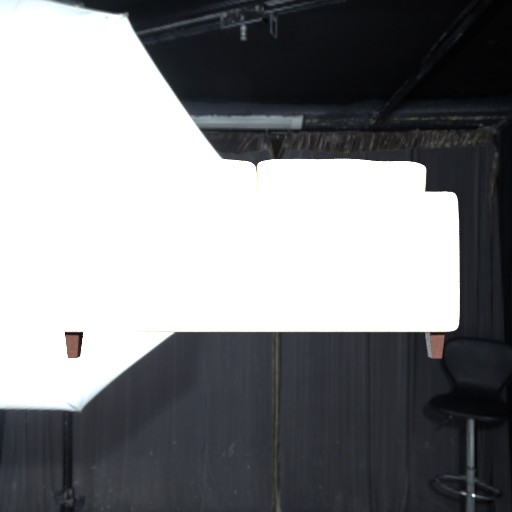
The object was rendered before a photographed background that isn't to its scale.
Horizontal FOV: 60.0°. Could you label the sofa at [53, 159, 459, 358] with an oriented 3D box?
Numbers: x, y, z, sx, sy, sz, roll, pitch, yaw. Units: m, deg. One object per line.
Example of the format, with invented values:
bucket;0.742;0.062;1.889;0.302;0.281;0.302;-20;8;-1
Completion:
sofa;0.000;0.000;2.481;1.884;0.963;0.950;0;-1;0
